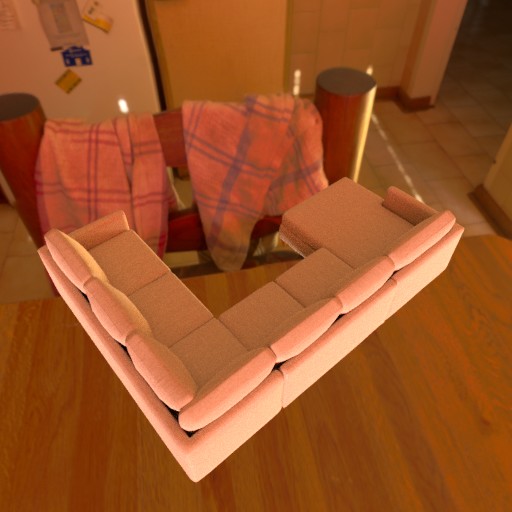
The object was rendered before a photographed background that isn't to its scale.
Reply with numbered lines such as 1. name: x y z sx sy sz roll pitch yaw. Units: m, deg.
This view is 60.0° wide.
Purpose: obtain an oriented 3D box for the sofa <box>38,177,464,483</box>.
1. sofa: 0.000 0.000 4.586 3.460 0.961 2.594 -32 55 -26
